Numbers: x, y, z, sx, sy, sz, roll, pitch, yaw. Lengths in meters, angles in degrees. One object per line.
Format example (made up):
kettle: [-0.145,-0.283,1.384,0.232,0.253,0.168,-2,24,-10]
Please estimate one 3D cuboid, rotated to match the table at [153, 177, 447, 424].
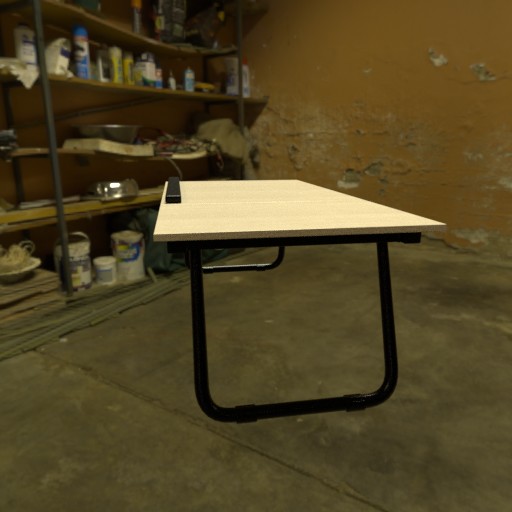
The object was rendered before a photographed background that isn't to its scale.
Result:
table: [0.000,0.000,0.803,0.322,0.242,0.644,-2,14,-10]
